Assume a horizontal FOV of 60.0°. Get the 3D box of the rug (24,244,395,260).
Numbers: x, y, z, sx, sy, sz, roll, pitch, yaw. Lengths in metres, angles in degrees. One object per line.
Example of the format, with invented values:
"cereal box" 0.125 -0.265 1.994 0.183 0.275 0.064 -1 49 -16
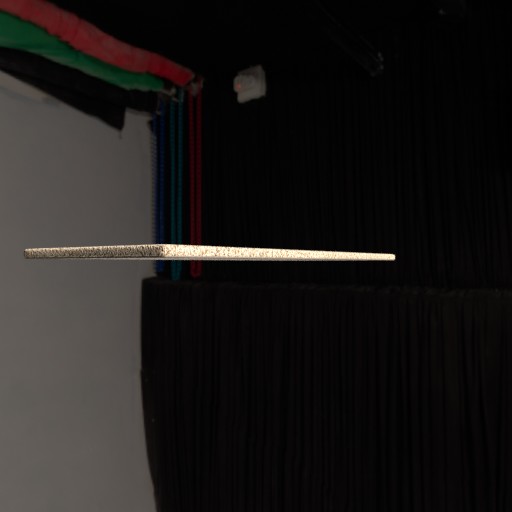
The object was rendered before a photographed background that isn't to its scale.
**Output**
"rug" 0.000 0.000 1.749 0.609 0.030 1.524 -1 -1 36
